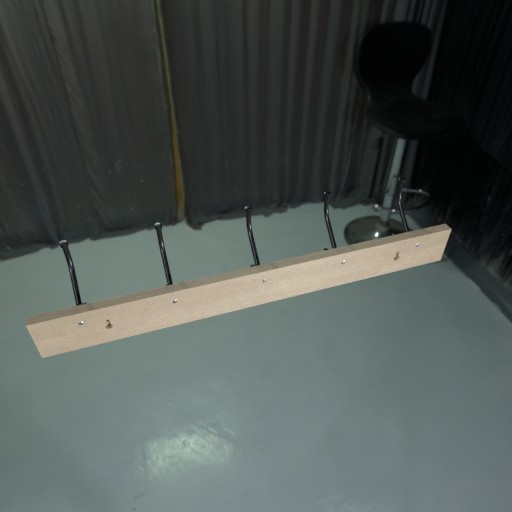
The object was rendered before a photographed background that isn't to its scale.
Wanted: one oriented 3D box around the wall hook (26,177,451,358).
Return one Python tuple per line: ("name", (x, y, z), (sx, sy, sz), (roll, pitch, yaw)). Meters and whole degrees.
("wall hook", (0.000, 0.000, 0.596), (0.571, 0.117, 0.071), (-12, 42, -14))
